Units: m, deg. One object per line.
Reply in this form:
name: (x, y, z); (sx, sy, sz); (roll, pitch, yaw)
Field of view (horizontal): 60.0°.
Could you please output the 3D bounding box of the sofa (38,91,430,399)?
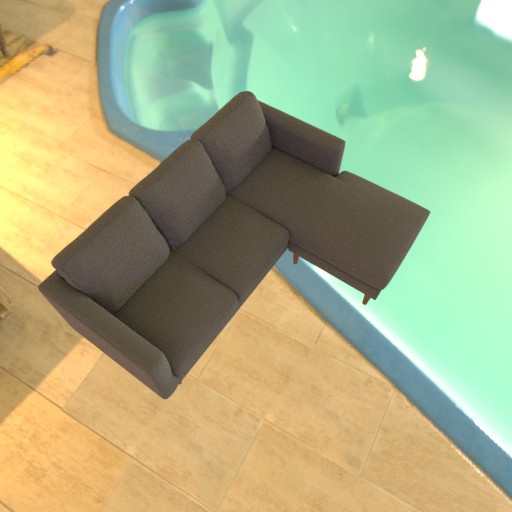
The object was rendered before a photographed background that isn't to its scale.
sofa: (0.000, 0.000, 2.885); (1.591, 0.897, 2.031); (31, 63, 18)
